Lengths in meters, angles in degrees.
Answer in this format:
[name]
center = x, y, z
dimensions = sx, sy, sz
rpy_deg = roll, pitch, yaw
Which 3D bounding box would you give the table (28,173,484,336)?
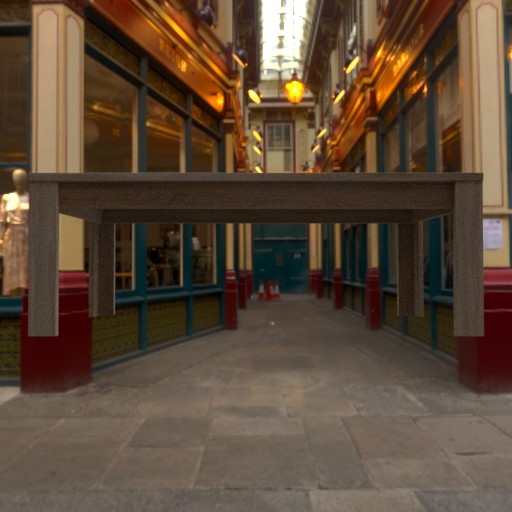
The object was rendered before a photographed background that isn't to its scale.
[table]
center = 0.000, 0.000, 2.587
dimensions = 2.200, 0.790, 0.900
rpy_deg = 0, -1, 0
